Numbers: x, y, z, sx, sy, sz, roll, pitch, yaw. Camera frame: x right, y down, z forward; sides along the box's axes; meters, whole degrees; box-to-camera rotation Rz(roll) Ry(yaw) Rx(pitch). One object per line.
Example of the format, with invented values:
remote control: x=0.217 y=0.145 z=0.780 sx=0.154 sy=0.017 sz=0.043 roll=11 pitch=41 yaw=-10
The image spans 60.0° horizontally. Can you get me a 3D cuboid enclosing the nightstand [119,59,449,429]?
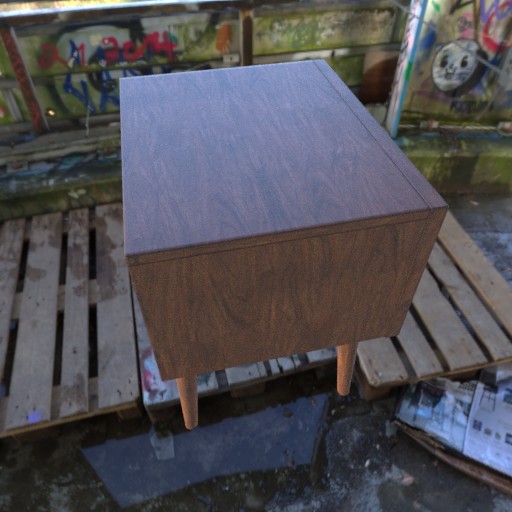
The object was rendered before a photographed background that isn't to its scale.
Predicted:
nightstand: x=0.000 y=0.000 z=0.963 sx=0.445 sy=0.607 sz=0.521 roll=-9 pitch=46 yaw=-9
